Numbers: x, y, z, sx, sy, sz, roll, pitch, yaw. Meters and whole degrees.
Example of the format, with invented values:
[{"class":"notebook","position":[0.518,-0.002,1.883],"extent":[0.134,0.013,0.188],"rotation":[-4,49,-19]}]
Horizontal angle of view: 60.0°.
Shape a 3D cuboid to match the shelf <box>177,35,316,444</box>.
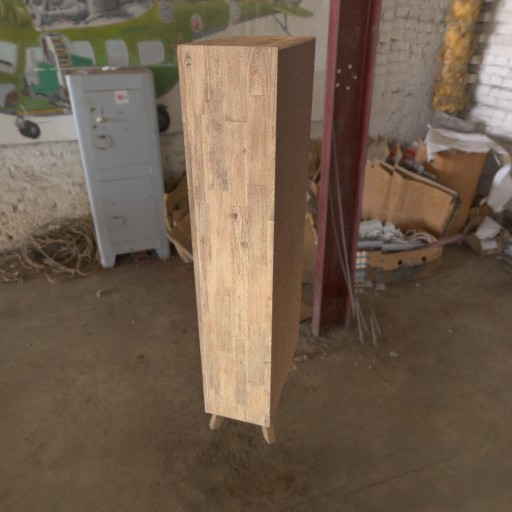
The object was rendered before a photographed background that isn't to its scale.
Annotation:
[{"class":"shelf","position":[0.000,0.000,1.529],"extent":[0.267,1.342,0.491],"rotation":[8,30,14]}]
